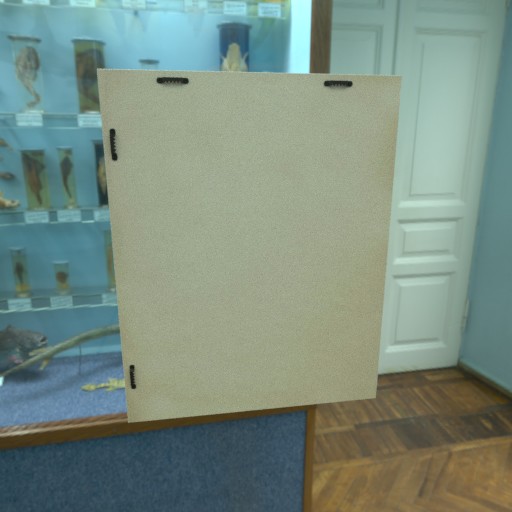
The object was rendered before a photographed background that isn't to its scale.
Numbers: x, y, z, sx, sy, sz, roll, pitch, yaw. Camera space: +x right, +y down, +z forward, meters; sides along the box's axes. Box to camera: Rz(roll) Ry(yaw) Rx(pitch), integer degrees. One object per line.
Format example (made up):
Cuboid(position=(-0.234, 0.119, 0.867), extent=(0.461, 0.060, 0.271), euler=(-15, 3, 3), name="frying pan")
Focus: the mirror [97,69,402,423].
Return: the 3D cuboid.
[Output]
Cuboid(position=(0.000, 0.000, 0.664), extent=(0.406, 0.509, 0.041), euler=(-3, 16, -9), name="mirror")
